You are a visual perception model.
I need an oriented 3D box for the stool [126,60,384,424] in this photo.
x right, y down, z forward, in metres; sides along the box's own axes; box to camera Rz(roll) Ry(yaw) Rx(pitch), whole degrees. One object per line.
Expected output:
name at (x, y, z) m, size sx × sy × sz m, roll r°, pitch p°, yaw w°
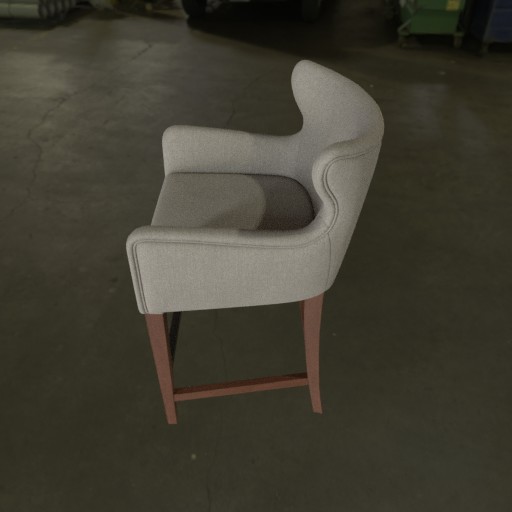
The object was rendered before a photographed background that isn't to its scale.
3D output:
stool at (0.000, 0.000, 1.311) m, size 0.575 × 0.951 × 0.575 m, roll -1°, pitch 40°, yaw -1°
